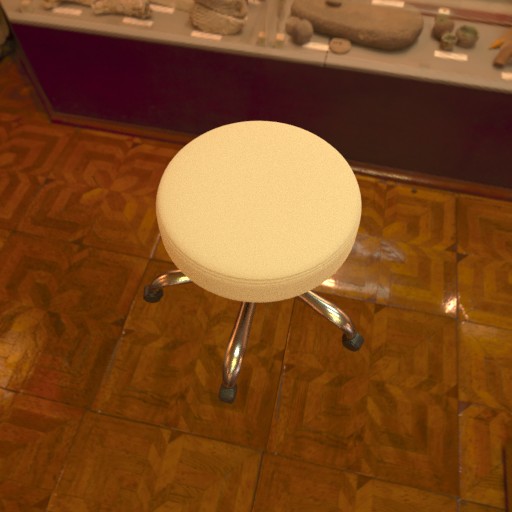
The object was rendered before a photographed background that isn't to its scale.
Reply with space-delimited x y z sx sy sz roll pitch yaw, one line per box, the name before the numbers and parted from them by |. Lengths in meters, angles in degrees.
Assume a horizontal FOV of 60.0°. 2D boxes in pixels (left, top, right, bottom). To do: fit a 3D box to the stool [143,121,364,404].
stool | 0.000 0.000 1.081 0.634 0.482 0.614 13 59 8
